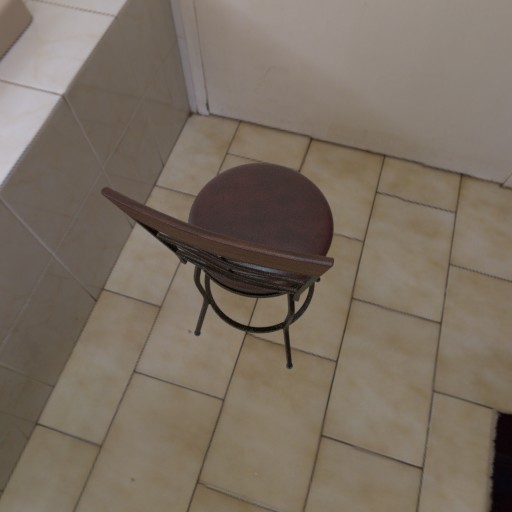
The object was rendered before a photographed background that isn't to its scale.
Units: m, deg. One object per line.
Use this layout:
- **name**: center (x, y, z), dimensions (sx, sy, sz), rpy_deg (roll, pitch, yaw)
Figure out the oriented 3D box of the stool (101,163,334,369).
- **stool**: center (0.000, 0.000, 1.393), dimensions (0.448, 1.130, 0.513), rpy_deg (18, 65, 9)
